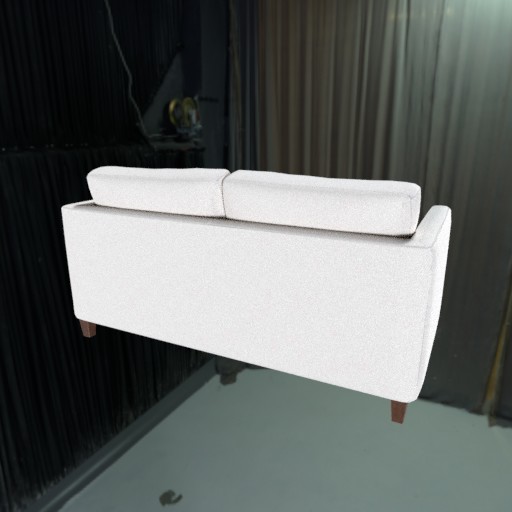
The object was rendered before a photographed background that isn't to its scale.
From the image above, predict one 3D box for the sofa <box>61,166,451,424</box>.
[{"bbox_3d":[0.000,0.000,2.215,1.722,0.888,0.873,8,18,25],"label":"sofa"}]
